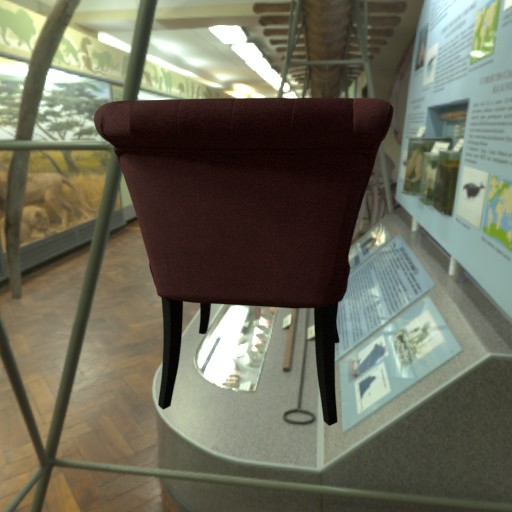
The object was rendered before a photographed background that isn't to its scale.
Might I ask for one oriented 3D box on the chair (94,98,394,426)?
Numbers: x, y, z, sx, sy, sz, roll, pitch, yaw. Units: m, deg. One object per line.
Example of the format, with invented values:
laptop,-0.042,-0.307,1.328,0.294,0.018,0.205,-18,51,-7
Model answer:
chair,0.000,0.000,1.169,0.582,0.750,0.605,2,16,8
